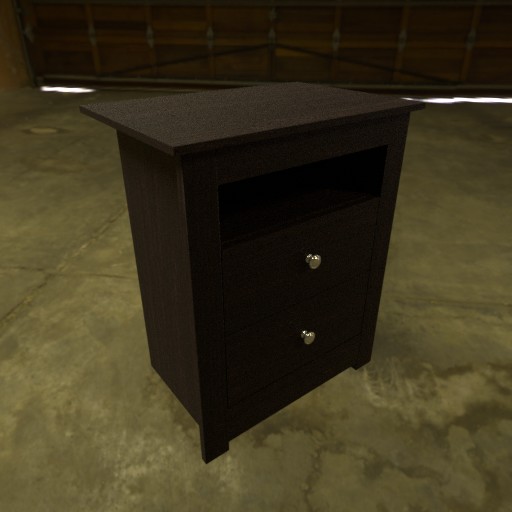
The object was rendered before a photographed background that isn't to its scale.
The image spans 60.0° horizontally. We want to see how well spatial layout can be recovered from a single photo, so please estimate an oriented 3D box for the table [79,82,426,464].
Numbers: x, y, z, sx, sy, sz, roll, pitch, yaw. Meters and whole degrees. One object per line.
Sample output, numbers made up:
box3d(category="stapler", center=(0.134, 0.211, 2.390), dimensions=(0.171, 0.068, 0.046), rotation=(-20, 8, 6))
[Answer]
box3d(category="table", center=(0.000, 0.000, 1.080), dimensions=(0.591, 0.711, 0.406), rotation=(-20, 34, -32))
